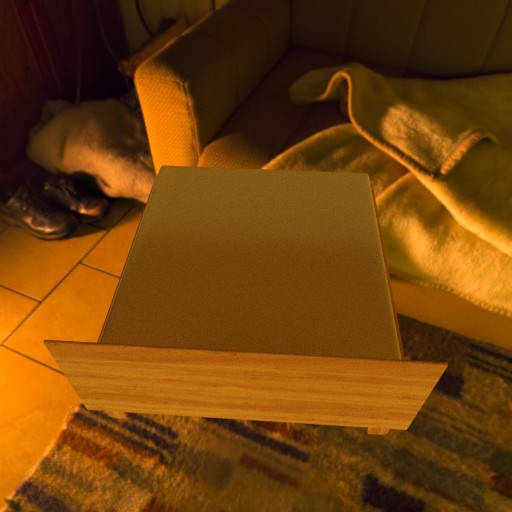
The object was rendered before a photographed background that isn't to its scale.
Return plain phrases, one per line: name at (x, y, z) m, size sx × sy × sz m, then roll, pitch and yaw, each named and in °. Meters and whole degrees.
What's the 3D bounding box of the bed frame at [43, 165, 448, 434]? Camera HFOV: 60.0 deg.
bed frame at (0.000, 0.000, 3.091) m, size 1.872 × 0.940 × 2.092 m, roll 3°, pitch 47°, yaw 2°
